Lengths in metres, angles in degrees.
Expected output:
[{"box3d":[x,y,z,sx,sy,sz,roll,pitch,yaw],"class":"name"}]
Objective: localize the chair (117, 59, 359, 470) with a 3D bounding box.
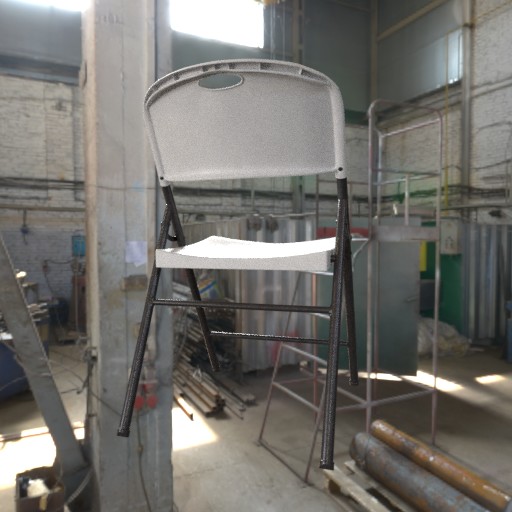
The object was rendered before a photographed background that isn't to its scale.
[{"box3d":[0.000,0.000,1.170,0.494,0.810,0.566,1,2,18],"class":"chair"}]
